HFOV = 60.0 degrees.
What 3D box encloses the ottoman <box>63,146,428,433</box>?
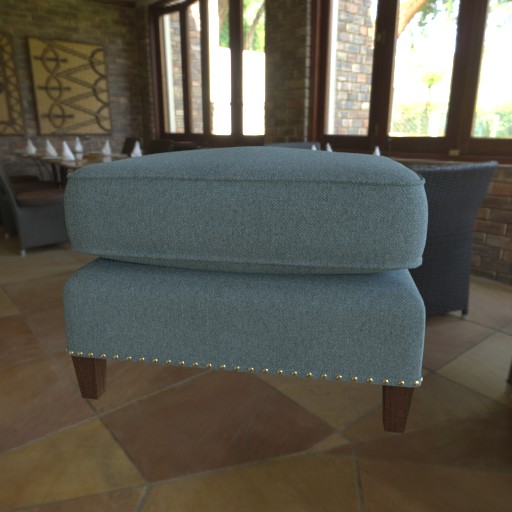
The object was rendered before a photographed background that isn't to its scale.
[{"bbox_3d":[0.000,0.000,1.117,0.738,0.537,0.589,3,16,10],"label":"ottoman"}]
